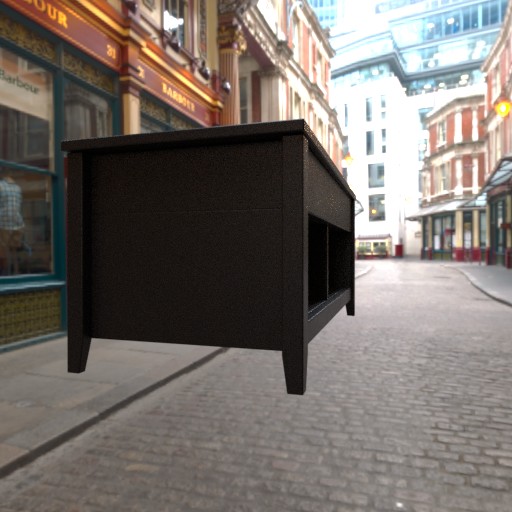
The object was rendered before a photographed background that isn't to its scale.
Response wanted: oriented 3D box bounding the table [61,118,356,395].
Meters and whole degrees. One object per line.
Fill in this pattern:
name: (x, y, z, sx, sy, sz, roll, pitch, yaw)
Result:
table: (0.000, 0.000, 1.280, 0.483, 0.457, 1.016, 0, 0, 17)
